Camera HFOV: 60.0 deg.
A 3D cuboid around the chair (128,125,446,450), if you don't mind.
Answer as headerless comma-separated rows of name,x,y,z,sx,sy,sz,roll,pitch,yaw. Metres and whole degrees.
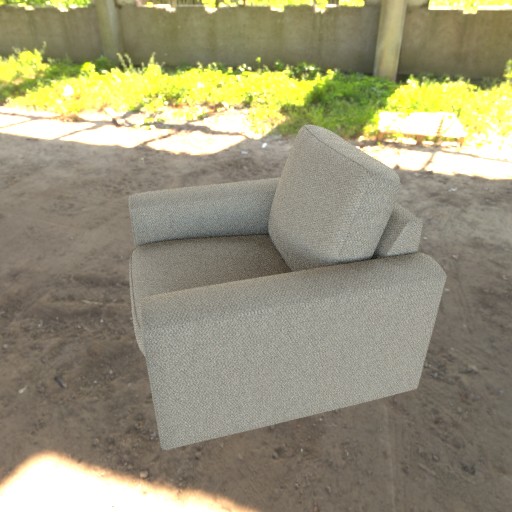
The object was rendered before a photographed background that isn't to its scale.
chair,0.000,0.000,1.793,1.016,0.873,1.005,-8,32,-14
